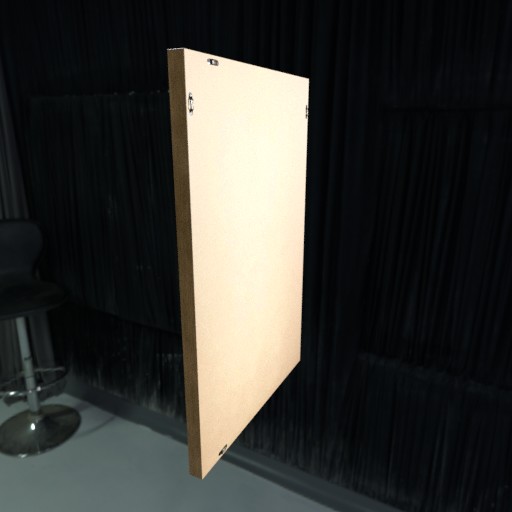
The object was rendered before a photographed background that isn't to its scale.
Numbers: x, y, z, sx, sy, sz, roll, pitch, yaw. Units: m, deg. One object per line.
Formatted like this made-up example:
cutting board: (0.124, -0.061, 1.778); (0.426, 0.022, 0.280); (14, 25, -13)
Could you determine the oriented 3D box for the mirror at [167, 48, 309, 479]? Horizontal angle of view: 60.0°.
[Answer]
mirror: (0.000, 0.000, 1.162); (0.041, 0.915, 0.609); (8, 18, 26)
